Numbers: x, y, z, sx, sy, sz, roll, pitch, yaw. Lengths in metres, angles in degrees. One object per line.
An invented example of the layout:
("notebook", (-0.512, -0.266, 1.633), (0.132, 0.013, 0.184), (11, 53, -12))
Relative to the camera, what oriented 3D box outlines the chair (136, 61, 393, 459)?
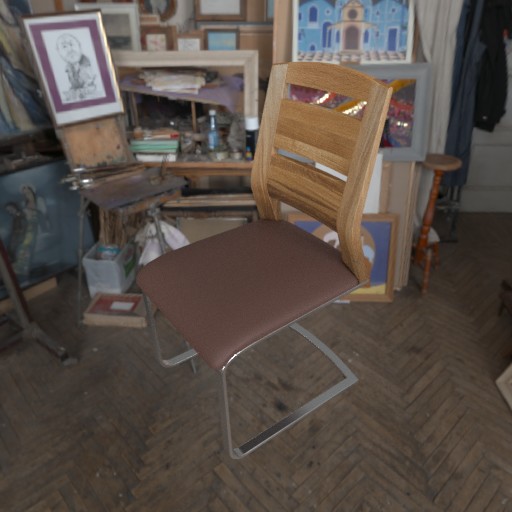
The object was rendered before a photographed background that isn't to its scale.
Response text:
("chair", (0.000, 0.000, 1.257), (0.570, 0.970, 0.460), (-21, 37, -30))
